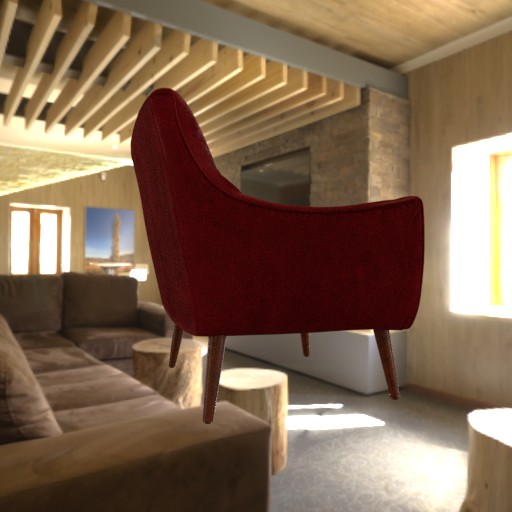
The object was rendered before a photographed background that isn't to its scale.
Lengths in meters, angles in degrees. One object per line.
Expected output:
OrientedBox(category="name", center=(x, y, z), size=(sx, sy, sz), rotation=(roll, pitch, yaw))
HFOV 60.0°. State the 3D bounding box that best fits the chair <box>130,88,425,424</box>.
OrientedBox(category="chair", center=(0.000, 0.000, 1.469), size=(0.787, 0.838, 0.762), rotation=(0, 0, -19))
